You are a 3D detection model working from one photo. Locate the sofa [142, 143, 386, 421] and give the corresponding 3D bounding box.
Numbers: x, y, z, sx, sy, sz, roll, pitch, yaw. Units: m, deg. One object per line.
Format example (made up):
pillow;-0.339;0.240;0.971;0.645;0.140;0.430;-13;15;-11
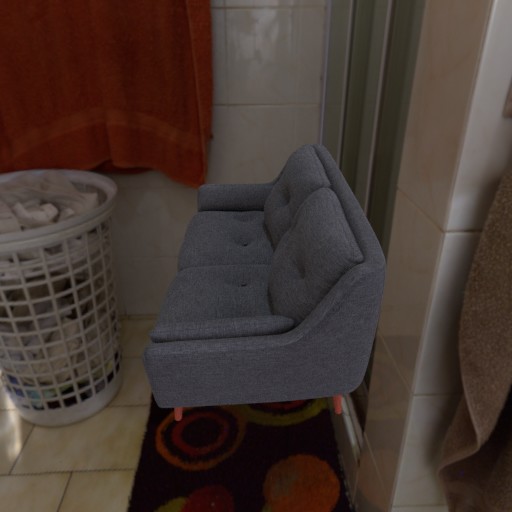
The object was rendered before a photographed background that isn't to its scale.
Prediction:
sofa;0.000;0.000;2.529;0.975;0.896;1.929;0;28;0
